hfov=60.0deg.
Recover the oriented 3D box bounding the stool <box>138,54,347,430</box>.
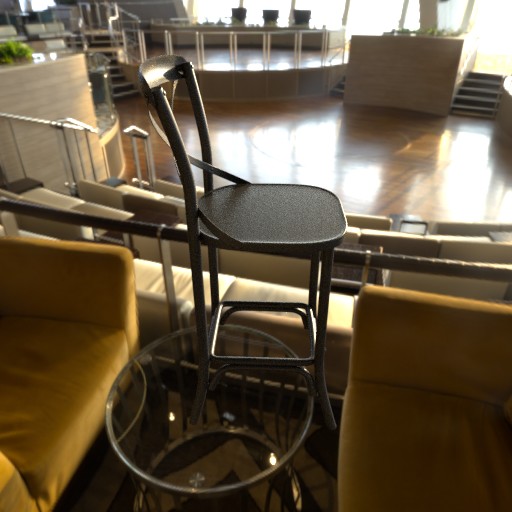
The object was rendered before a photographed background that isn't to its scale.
[{"bbox_3d":[0.000,0.000,1.438,0.584,1.168,0.457,1,31,2],"label":"stool"}]
